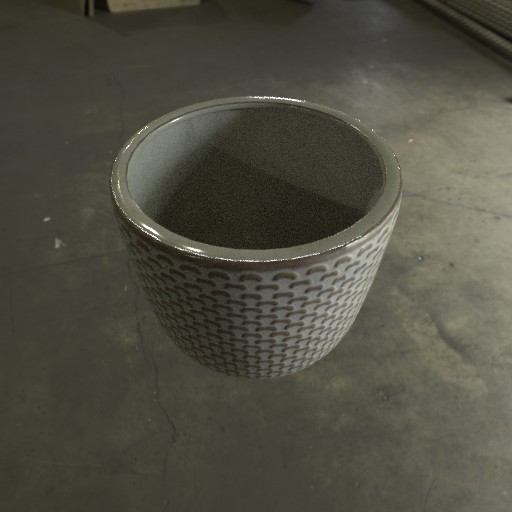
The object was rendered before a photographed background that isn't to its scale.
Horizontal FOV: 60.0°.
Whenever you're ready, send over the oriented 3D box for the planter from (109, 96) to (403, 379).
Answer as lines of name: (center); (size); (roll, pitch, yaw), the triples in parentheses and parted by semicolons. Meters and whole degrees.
planter: (0.000, 0.000, 0.257); (0.139, 0.130, 0.139); (0, 45, 0)
